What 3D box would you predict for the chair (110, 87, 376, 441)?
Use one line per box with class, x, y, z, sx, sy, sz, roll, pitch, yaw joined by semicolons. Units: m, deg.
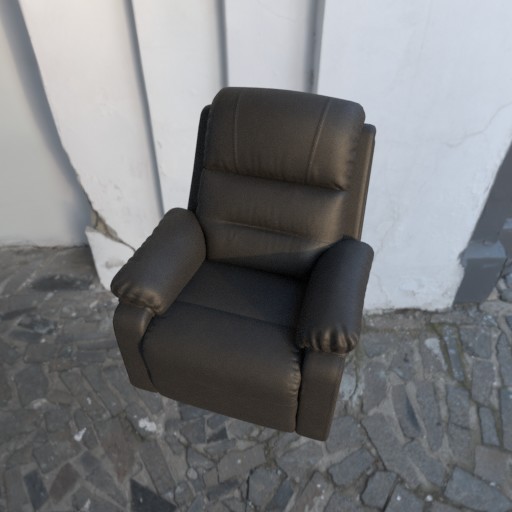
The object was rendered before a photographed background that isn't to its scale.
chair;0.000;0.000;1.686;0.855;0.992;0.919;12;43;13
